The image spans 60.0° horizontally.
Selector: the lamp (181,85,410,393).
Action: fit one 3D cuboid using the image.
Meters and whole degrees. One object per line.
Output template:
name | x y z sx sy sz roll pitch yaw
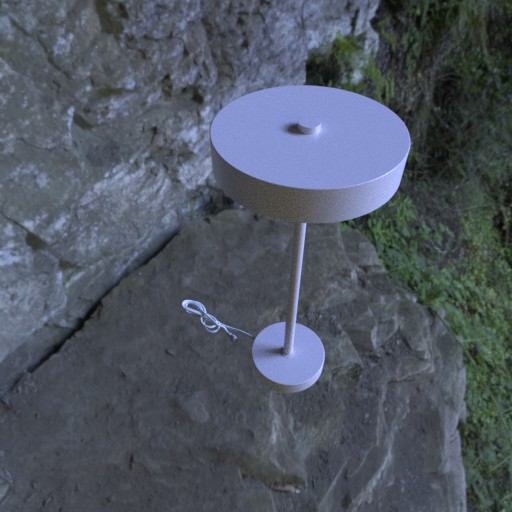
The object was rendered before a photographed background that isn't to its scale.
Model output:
lamp | 0.000 0.000 0.711 0.369 0.508 0.229 23 50 21
